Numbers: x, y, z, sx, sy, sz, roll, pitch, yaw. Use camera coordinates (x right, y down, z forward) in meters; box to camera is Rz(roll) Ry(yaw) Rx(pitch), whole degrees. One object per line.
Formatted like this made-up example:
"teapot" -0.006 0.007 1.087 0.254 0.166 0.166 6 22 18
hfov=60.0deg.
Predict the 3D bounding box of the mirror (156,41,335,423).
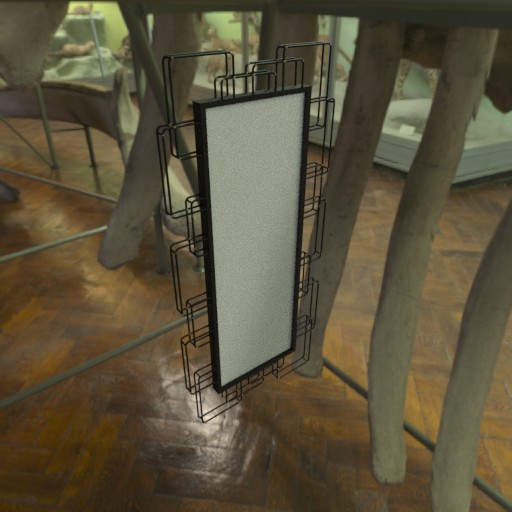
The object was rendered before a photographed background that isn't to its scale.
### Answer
"mirror" 0.000 0.000 1.395 0.565 1.192 0.037 -22 37 -31
